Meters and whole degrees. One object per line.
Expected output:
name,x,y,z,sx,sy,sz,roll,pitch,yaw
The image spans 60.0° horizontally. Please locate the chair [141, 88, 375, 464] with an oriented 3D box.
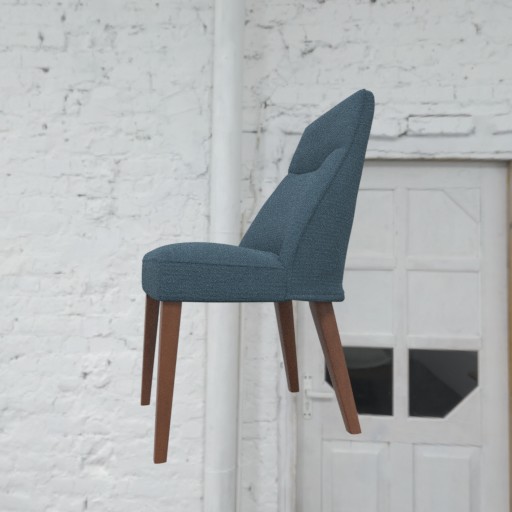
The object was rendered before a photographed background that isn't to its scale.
chair,0.000,0.000,1.291,0.620,0.930,0.500,0,-1,-18
